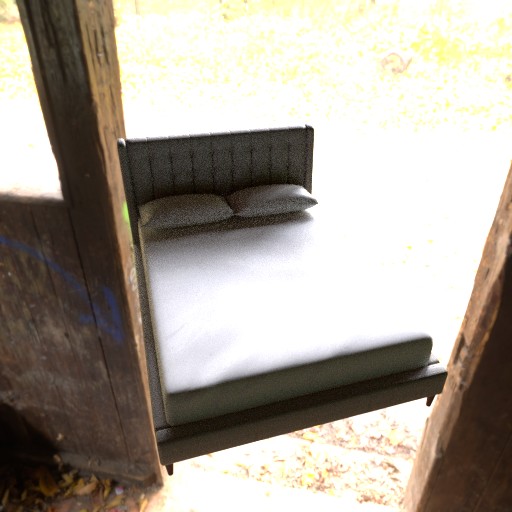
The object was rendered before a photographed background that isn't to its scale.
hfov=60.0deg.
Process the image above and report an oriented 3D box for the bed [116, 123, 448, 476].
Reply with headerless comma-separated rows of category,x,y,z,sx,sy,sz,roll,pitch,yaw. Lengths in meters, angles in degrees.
bed,0.000,0.000,3.091,1.656,1.147,2.232,-9,33,-14
